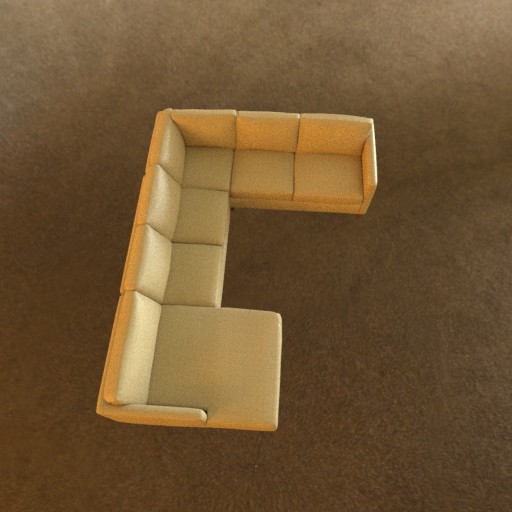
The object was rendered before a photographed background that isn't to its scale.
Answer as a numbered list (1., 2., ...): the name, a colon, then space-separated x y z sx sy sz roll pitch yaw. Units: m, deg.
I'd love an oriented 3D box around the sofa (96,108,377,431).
1. sofa: 0.000 0.000 4.732 2.594 0.961 3.460 3 65 2
